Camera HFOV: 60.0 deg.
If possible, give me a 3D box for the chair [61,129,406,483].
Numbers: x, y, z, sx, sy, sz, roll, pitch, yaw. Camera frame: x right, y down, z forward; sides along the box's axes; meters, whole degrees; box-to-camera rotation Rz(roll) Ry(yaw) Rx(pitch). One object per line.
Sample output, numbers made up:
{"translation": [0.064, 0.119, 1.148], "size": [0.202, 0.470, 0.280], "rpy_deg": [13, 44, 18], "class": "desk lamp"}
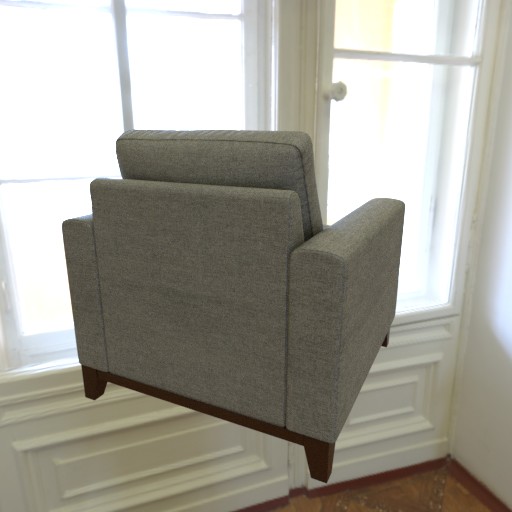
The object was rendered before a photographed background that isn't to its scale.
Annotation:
{"translation": [0.000, 0.000, 1.828], "size": [1.024, 1.010, 1.038], "rpy_deg": [8, 18, 25], "class": "chair"}
